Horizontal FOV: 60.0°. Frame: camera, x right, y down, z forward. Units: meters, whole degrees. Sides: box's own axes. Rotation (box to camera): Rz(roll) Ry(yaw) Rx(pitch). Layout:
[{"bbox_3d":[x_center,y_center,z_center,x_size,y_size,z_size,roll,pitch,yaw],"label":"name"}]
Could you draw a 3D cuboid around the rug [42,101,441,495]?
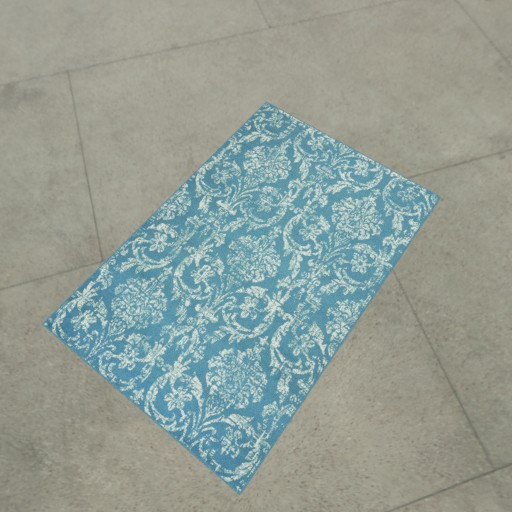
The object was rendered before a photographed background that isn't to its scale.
[{"bbox_3d":[0.000,0.000,3.457,1.816,0.018,2.746,34,68,16],"label":"rug"}]
